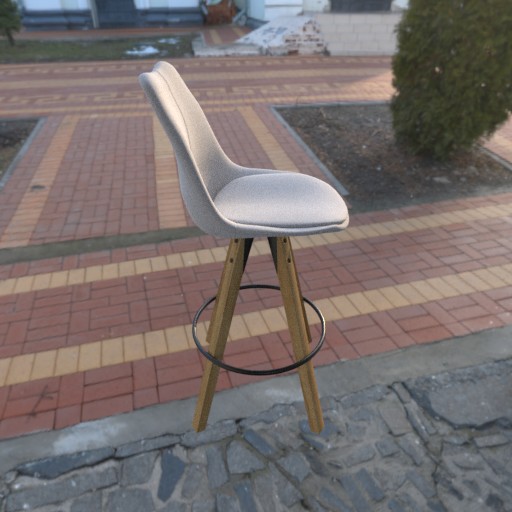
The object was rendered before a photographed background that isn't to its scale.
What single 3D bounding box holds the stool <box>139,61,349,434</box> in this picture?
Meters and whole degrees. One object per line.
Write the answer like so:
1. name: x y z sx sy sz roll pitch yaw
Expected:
1. stool: 0.000 0.000 1.408 0.550 1.115 0.484 0 31 1
